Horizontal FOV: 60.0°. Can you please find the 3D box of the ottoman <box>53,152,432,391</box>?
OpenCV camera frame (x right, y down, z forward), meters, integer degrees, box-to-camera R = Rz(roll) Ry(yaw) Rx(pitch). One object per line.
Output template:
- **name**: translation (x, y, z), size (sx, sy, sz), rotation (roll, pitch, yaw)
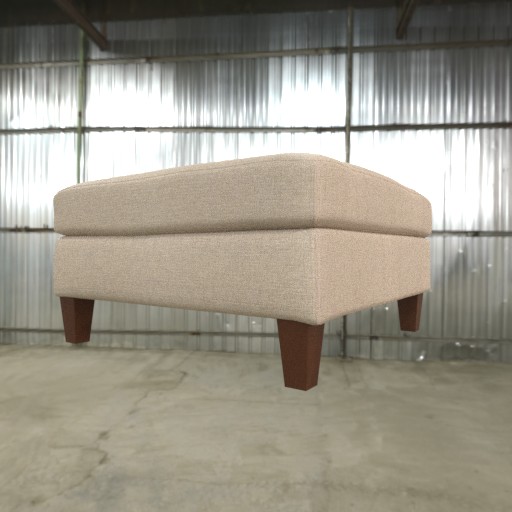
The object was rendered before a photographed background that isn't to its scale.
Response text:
- **ottoman**: translation (0.000, 0.000, 1.337), size (0.838, 0.481, 0.838), rotation (0, 1, 35)
